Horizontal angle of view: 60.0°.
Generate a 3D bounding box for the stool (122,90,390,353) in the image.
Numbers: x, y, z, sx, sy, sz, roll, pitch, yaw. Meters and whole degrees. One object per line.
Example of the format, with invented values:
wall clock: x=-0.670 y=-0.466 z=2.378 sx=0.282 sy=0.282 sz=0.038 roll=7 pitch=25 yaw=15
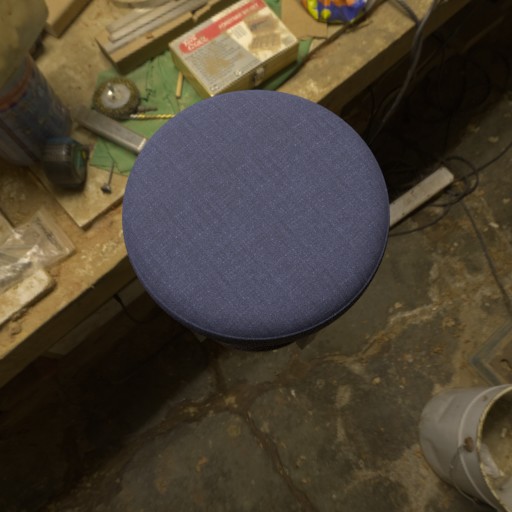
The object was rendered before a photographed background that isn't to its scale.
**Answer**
stool: x=0.000 y=0.000 z=0.983 sx=0.449 sy=0.655 sz=0.449 roll=0 pitch=74 yaw=0
